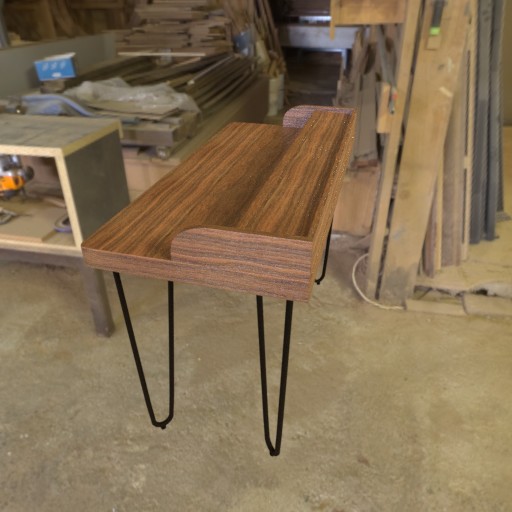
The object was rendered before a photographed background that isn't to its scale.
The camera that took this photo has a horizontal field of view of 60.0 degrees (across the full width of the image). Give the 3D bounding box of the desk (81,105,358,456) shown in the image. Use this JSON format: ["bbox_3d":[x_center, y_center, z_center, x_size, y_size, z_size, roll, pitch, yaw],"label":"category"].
[{"bbox_3d":[0.000,0.000,1.665,0.565,0.854,1.200,8,32,13],"label":"desk"}]
